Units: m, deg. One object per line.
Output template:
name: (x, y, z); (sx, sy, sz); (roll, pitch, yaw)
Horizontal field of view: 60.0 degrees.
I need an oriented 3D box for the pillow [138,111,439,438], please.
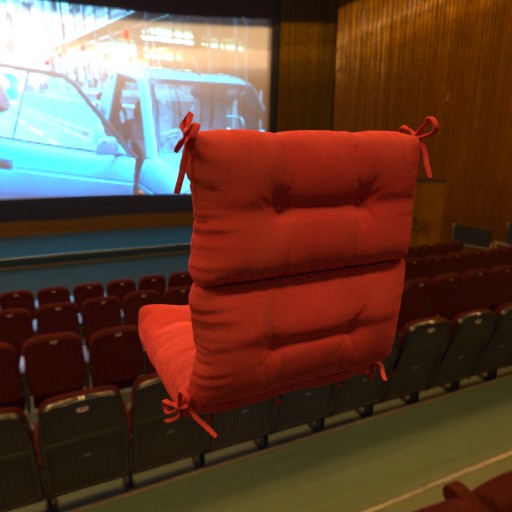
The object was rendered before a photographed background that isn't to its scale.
pillow: (0.000, 0.000, 1.023); (0.519, 0.605, 0.571); (-7, 16, -24)
